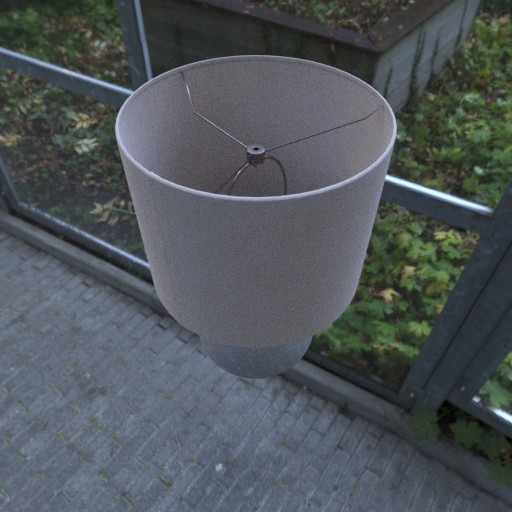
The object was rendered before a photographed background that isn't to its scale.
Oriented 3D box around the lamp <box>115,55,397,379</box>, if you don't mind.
[{"bbox_3d":[0.000,0.000,0.580,0.269,0.409,0.269,-31,54,-26],"label":"lamp"}]
